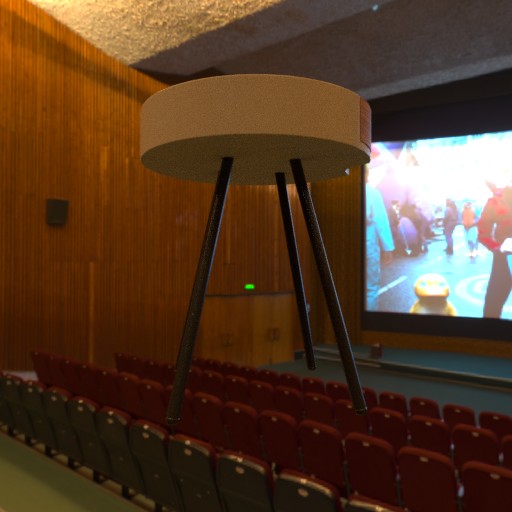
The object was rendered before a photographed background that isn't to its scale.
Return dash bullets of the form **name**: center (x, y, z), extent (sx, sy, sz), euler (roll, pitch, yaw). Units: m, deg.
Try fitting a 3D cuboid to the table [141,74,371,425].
- **table**: center (0.000, 0.000, 0.859), extent (0.450, 0.525, 0.450), euler (0, -1, 0)
